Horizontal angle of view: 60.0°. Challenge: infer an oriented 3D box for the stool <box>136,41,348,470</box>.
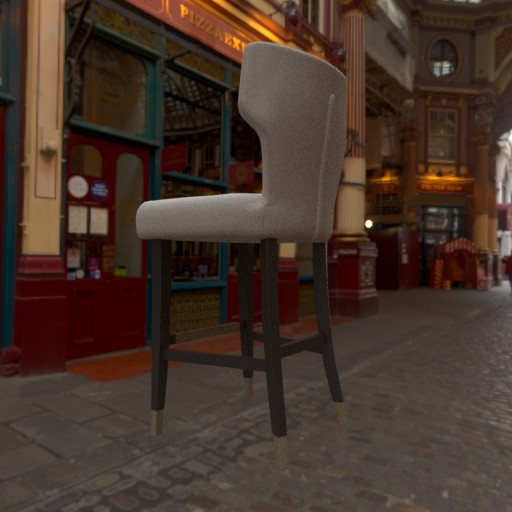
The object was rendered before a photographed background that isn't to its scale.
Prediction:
[{"bbox_3d":[0.000,0.000,1.413,0.563,1.092,0.526,0,0,37],"label":"stool"}]
